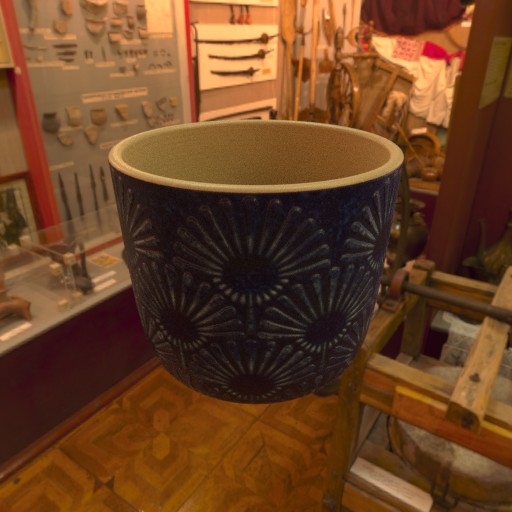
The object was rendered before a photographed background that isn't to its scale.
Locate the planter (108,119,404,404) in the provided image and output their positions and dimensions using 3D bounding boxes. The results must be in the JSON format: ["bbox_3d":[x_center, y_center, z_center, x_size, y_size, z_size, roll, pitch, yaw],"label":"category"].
[{"bbox_3d":[0.000,0.000,0.217,0.124,0.109,0.124,0,27,0],"label":"planter"}]
